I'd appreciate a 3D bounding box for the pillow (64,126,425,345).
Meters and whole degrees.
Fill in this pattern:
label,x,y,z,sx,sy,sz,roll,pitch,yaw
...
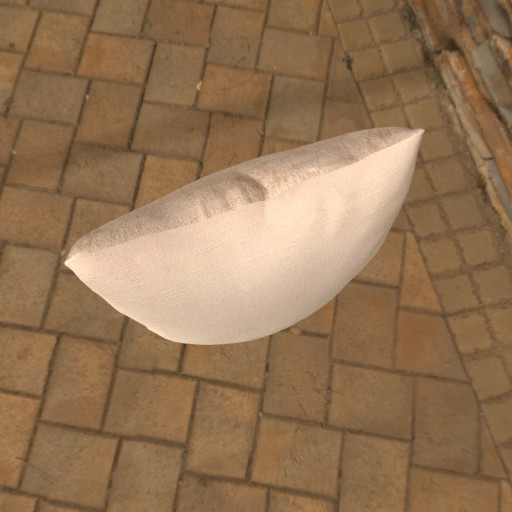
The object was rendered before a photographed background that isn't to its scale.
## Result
label,x,y,z,sx,sy,sz,roll,pitch,yaw
pillow,0.000,0.000,0.711,0.450,0.448,0.245,-19,75,-5
